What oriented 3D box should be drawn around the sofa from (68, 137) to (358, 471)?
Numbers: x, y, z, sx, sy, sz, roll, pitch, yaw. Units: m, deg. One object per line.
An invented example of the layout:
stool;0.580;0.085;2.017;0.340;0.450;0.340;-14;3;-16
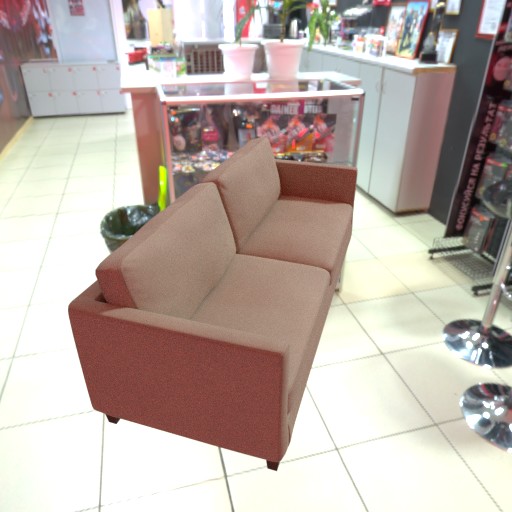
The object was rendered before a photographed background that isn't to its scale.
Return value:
sofa;0.000;0.000;2.672;0.948;0.932;2.181;9;31;16
